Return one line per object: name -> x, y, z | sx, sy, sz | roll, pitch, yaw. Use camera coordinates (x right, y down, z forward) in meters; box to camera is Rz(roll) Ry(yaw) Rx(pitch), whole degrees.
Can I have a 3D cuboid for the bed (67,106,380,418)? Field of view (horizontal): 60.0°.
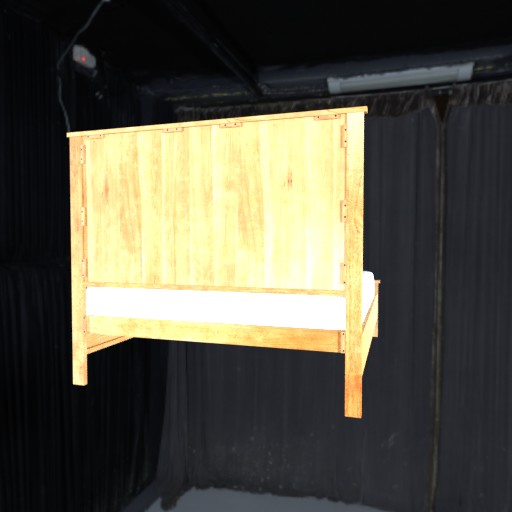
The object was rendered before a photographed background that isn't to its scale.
bed -> 0.000, 0.000, 3.726 | 1.936, 1.686, 2.201 | 1, 2, 18
